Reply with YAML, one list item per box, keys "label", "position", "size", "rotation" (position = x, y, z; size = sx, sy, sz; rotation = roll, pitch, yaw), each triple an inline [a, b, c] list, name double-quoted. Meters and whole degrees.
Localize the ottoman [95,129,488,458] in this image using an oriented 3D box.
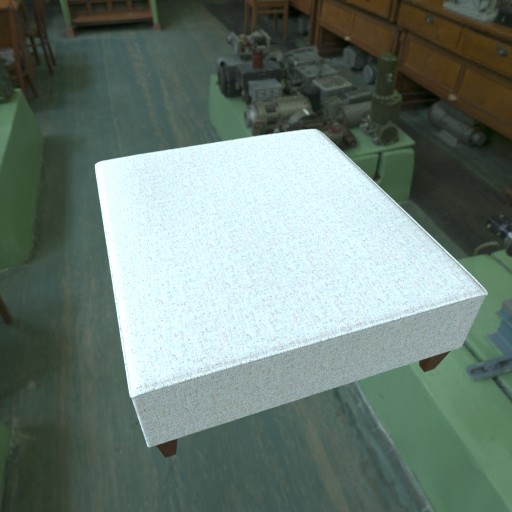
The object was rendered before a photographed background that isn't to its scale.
- label: "ottoman"
  position: [0.000, 0.000, 1.210]
  size: [0.736, 0.303, 0.835]
  rotation: [-13, 42, -14]
